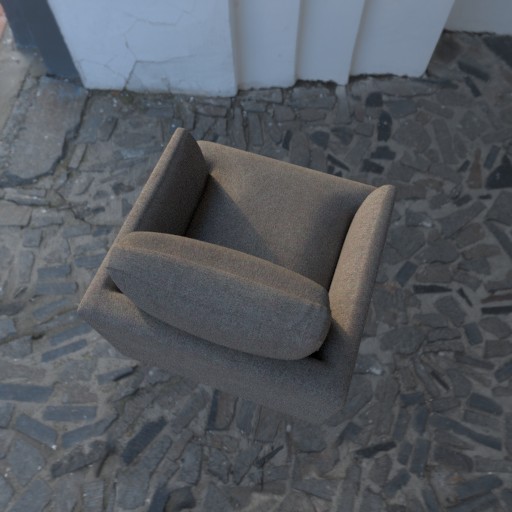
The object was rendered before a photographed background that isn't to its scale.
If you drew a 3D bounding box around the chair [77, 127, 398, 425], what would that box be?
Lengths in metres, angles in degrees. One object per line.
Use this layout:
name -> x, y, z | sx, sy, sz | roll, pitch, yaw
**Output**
chair -> 0.000, 0.000, 1.613 | 0.858, 0.957, 0.899 | 17, 65, 8
